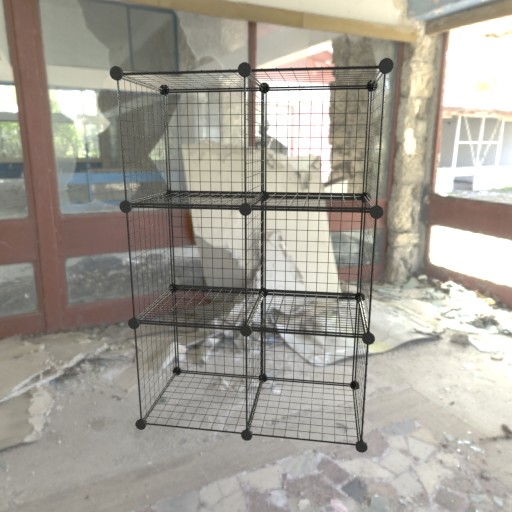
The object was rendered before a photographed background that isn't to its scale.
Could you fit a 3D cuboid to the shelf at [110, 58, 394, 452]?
[{"bbox_3d":[0.000,0.000,1.387,0.711,1.067,0.356,2,14,9],"label":"shelf"}]
